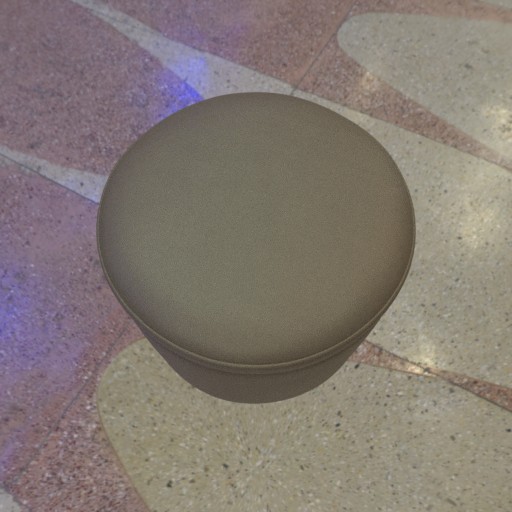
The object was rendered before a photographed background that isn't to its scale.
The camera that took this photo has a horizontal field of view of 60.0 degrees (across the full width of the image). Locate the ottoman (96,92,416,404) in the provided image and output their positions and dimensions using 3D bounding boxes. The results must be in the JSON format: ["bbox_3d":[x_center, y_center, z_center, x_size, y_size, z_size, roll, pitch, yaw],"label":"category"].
[{"bbox_3d":[0.000,0.000,0.846,0.500,0.409,0.500,0,64,0],"label":"ottoman"}]
